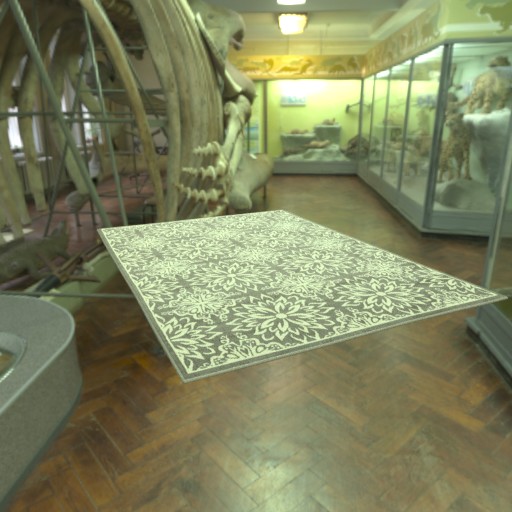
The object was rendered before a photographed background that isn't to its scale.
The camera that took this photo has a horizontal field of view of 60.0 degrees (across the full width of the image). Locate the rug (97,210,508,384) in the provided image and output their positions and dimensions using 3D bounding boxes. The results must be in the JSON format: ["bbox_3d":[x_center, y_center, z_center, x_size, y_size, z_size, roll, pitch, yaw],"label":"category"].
[{"bbox_3d":[0.000,0.000,2.731,1.608,0.014,2.213,-9,20,-24],"label":"rug"}]
